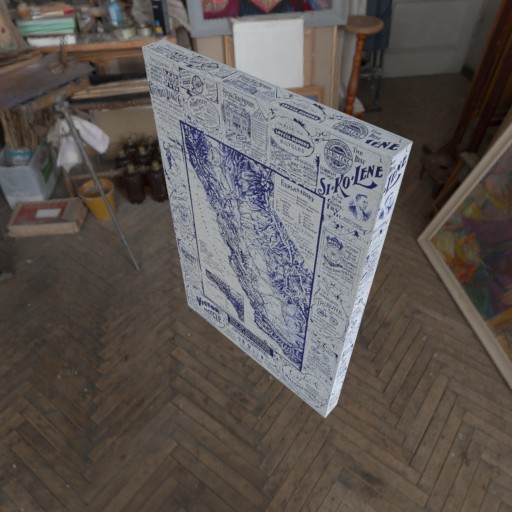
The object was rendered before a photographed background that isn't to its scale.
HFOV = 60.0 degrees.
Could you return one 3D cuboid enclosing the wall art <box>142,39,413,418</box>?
[{"bbox_3d":[0.000,0.000,0.476,0.255,0.376,0.025,34,55,28],"label":"wall art"}]
